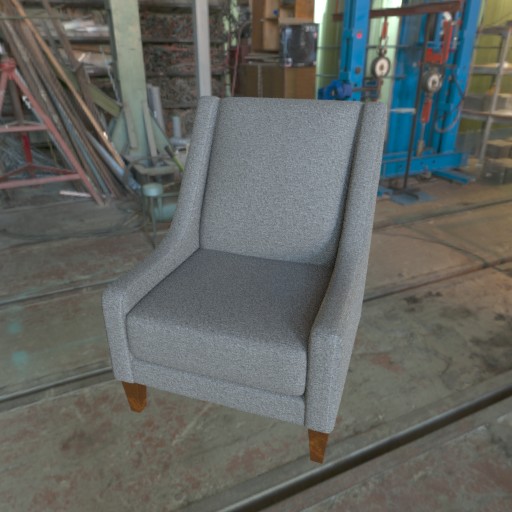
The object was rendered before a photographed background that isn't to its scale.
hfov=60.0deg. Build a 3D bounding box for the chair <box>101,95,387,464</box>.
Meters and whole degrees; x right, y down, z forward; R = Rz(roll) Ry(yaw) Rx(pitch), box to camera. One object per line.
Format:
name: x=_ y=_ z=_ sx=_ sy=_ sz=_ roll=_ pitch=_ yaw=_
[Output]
chair: x=0.000 y=0.000 z=1.611 sx=0.774 sy=1.016 sz=0.870 roll=8 pitch=27 yaw=17
